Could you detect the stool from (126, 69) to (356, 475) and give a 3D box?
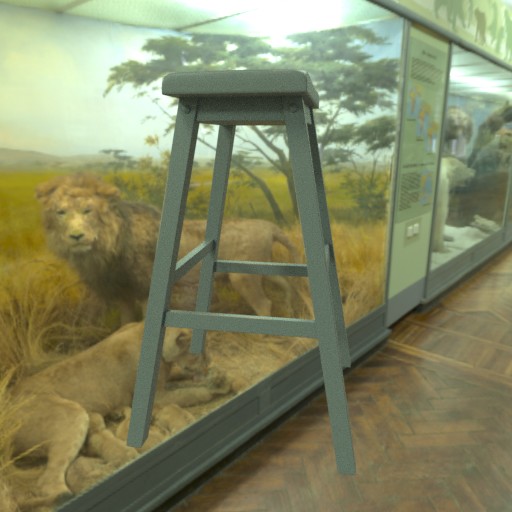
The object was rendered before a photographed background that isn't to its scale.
[{"bbox_3d":[0.000,0.000,1.019,0.476,0.737,0.457,3,15,10],"label":"stool"}]
